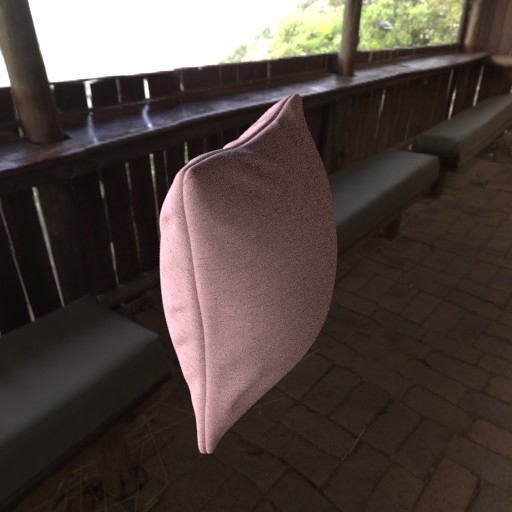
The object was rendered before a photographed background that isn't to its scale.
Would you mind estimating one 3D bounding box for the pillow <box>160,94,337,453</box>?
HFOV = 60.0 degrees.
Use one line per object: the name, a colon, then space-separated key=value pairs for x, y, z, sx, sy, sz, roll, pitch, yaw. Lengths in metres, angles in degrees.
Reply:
pillow: x=0.000 y=0.000 z=0.689 sx=0.246 sy=0.415 sz=0.432 roll=10 pitch=31 yaw=16
